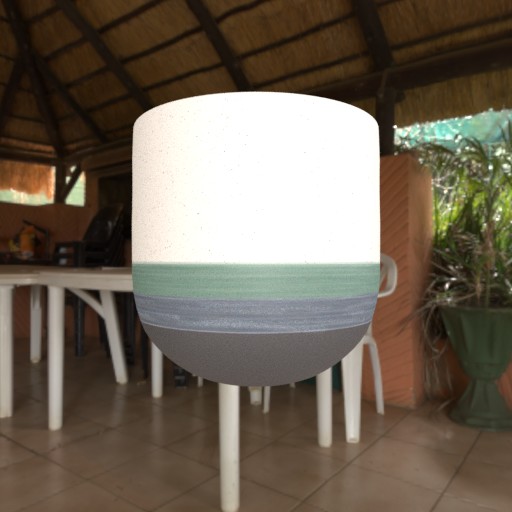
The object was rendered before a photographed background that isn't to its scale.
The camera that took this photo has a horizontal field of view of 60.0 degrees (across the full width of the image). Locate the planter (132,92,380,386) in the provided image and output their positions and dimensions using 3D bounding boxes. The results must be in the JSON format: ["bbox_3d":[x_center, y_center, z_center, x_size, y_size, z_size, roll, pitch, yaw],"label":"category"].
[{"bbox_3d":[0.000,0.000,0.497,0.268,0.270,0.268,0,-1,0],"label":"planter"}]
